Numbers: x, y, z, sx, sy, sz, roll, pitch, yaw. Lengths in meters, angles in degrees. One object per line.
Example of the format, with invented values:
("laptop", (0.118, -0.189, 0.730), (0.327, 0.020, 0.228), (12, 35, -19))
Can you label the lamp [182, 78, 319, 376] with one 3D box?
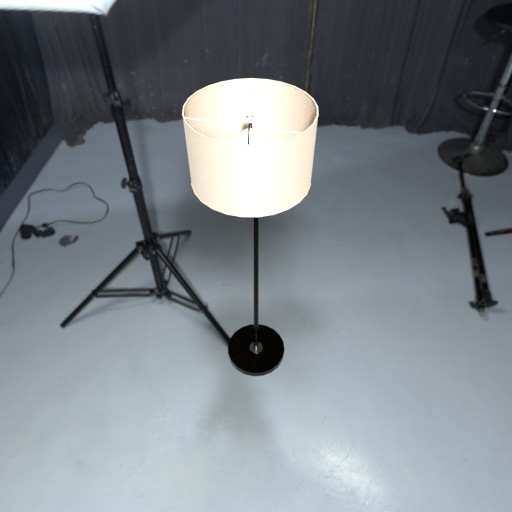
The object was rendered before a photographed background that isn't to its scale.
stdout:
("lamp", (0.000, 0.000, 1.954), (0.373, 1.635, 0.809), (3, 46, 3))
